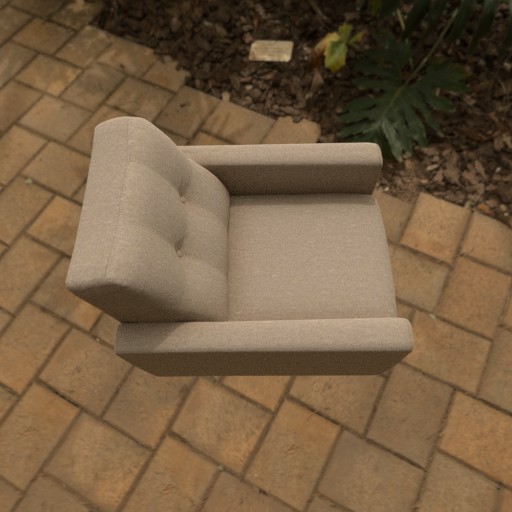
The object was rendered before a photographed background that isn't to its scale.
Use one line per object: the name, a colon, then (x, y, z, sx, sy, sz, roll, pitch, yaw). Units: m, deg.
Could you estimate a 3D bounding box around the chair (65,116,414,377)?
chair: (0.000, 0.000, 1.825, 1.128, 0.965, 0.897, -1, 64, 0)
